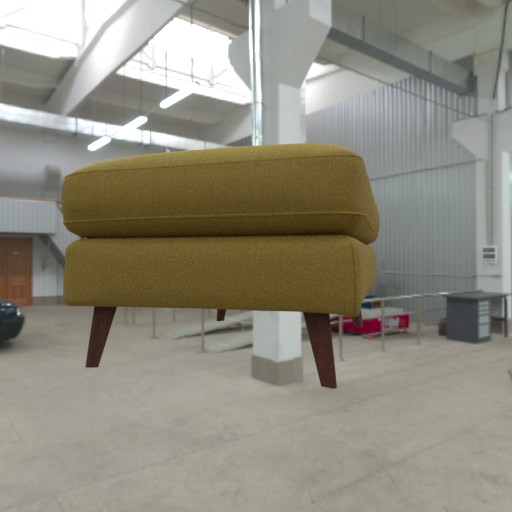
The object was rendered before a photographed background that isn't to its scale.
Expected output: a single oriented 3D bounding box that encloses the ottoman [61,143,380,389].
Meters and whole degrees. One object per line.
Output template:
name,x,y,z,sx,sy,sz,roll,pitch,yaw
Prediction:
ottoman,0.000,0.000,1.158,0.608,0.449,0.811,0,0,17
